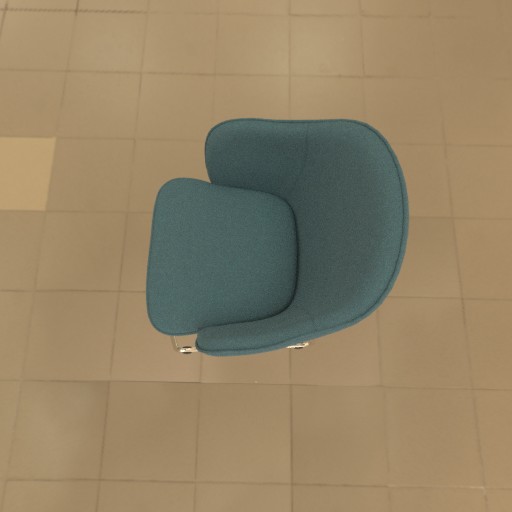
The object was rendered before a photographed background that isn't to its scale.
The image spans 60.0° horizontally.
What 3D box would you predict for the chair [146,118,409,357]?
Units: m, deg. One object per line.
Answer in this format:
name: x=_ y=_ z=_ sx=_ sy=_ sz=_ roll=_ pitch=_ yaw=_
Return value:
chair: x=0.000 y=0.000 z=1.234 sx=0.585 sy=0.815 sz=0.570 roll=1 pitch=74 yaw=0
